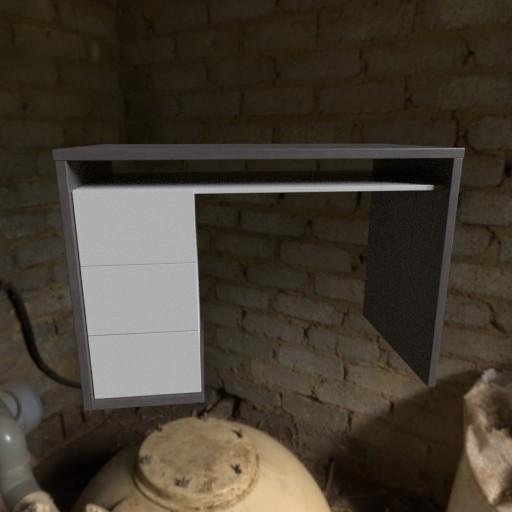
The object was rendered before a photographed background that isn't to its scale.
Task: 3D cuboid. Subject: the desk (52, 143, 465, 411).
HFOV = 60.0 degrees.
[{"bbox_3d":[0.000,0.000,1.556,1.100,0.750,0.600,-2,15,-7],"label":"desk"}]
